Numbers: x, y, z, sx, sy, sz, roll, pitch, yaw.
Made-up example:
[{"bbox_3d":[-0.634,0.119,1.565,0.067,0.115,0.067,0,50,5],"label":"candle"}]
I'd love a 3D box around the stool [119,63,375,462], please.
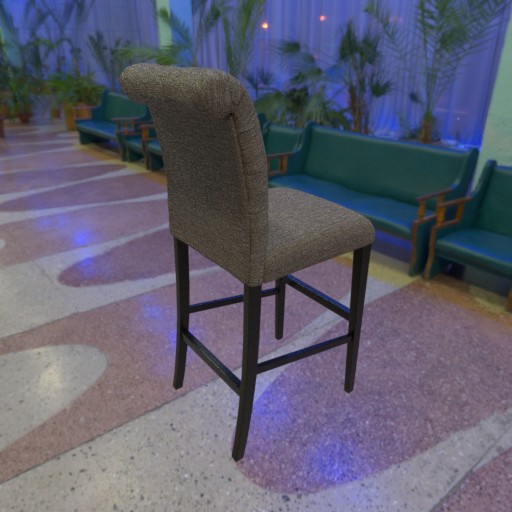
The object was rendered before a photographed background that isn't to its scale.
[{"bbox_3d":[0.000,0.000,1.414,0.613,1.131,0.452,-18,31,-33],"label":"stool"}]
